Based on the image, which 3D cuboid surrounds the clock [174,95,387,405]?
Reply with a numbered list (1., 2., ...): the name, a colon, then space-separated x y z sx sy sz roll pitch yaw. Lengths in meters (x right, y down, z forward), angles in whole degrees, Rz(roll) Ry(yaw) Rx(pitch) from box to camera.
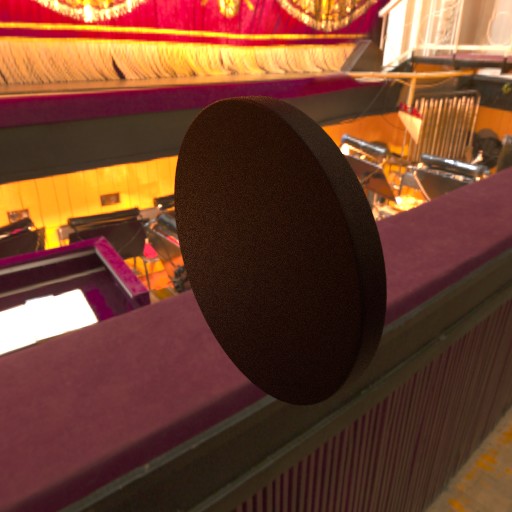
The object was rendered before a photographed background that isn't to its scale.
1. clock: 0.000 0.000 0.462 0.029 0.314 0.314 -18 32 -32
